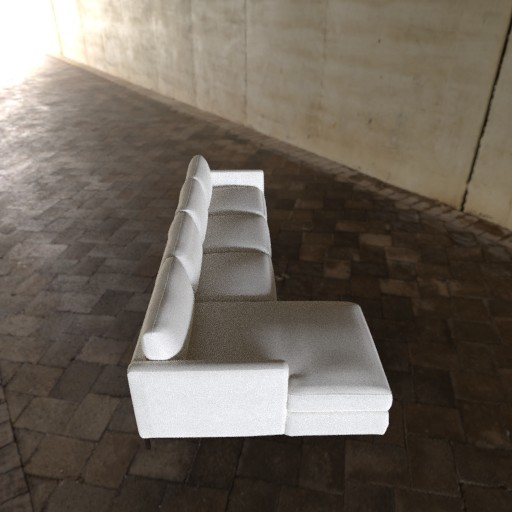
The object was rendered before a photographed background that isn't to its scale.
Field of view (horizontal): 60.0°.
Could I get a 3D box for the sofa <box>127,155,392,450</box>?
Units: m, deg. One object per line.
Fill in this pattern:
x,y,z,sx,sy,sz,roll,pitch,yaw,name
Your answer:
0.000,0.000,3.794,1.467,0.875,3.186,-1,30,-2,sofa
